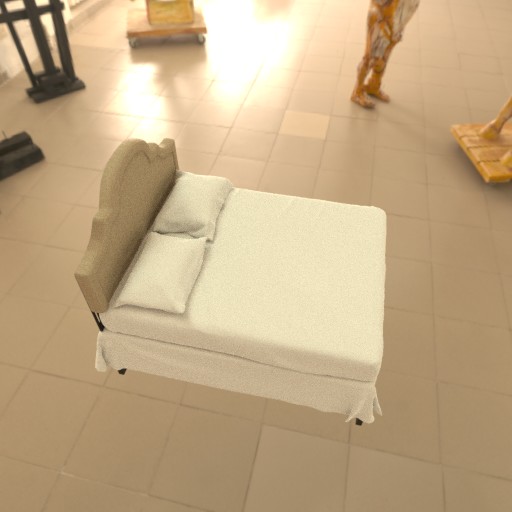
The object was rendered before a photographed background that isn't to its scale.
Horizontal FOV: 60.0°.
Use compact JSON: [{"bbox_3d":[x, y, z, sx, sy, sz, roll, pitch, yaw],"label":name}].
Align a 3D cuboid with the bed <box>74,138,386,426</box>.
[{"bbox_3d":[0.000,0.000,3.429,2.222,1.634,1.780,9,48,9],"label":"bed"}]
